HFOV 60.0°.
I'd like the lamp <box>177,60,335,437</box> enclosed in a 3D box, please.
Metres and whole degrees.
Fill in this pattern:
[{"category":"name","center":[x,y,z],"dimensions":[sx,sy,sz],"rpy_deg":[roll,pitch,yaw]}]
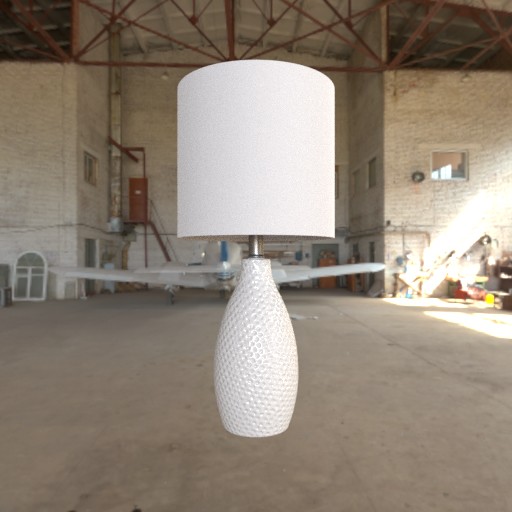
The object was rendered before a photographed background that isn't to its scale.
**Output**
[{"category":"lamp","center":[0.000,0.000,0.614],"dimensions":[0.214,0.466,0.214],"rpy_deg":[0,0,18]}]
